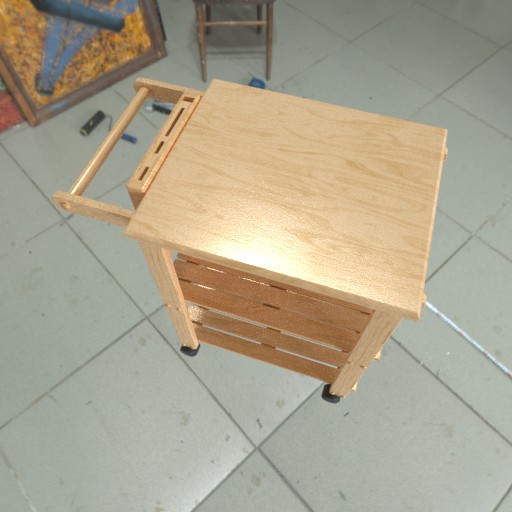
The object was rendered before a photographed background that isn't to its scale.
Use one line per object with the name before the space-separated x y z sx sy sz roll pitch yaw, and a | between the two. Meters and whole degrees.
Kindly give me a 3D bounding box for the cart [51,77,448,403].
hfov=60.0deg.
cart | 0.000 0.000 1.354 0.843 0.816 0.520 16 60 9
